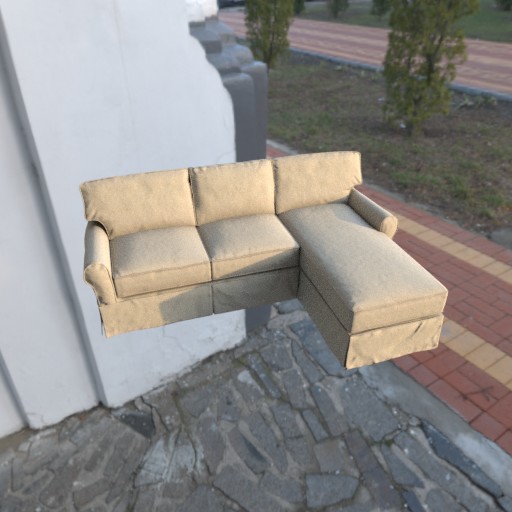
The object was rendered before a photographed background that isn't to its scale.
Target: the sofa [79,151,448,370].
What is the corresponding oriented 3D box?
[{"bbox_3d":[0.000,0.000,3.365,2.475,0.978,1.733,-10,34,-15],"label":"sofa"}]
